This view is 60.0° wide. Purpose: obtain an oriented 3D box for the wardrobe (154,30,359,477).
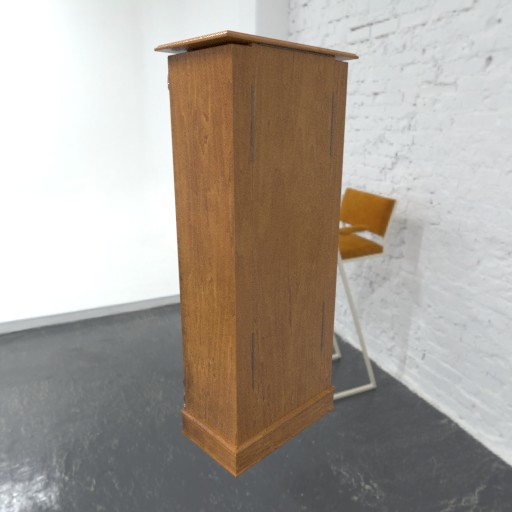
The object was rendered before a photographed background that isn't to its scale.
[{"bbox_3d":[0.000,0.000,1.131,0.406,0.959,0.273,-15,22,-42],"label":"wardrobe"}]
